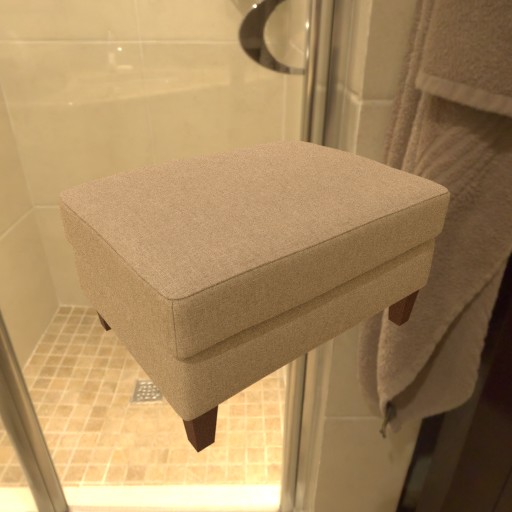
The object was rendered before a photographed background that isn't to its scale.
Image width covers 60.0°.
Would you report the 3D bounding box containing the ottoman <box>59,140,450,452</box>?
[{"bbox_3d":[0.000,0.000,1.310,0.898,0.519,0.677,-21,35,-32],"label":"ottoman"}]
